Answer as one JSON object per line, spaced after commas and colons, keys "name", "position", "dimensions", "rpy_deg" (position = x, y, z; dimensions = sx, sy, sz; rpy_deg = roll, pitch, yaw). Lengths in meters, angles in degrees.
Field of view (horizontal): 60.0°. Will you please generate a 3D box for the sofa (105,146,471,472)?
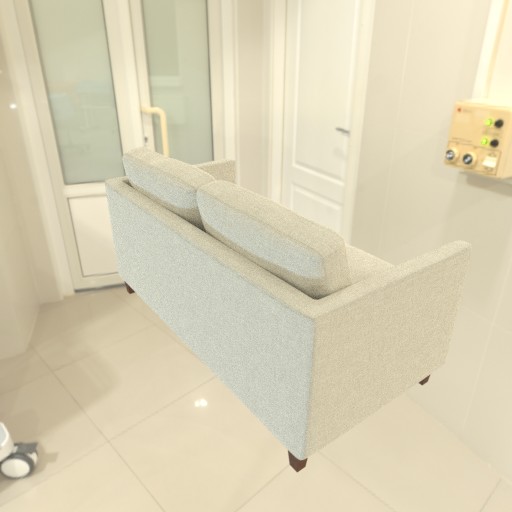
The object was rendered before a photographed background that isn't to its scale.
{"name": "sofa", "position": [0.000, 0.000, 2.369], "dimensions": [0.950, 0.963, 1.838], "rpy_deg": [-18, 32, -32]}
